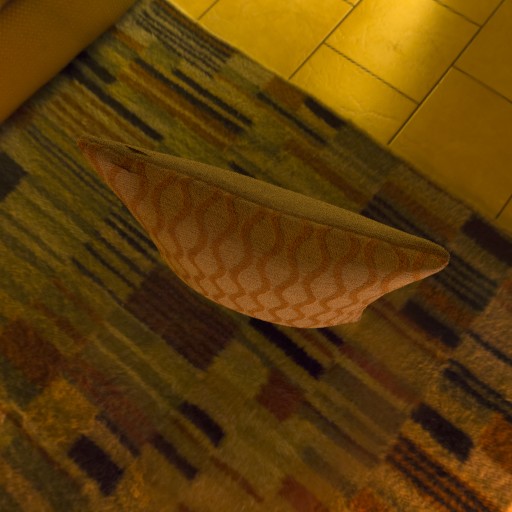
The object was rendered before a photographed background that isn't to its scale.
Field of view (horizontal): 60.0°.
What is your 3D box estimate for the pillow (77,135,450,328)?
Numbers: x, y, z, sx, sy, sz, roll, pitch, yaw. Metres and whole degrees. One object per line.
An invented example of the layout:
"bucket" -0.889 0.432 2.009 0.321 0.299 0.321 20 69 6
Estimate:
"pillow" 0.000 0.000 0.680 0.429 0.436 0.159 18 75 5
